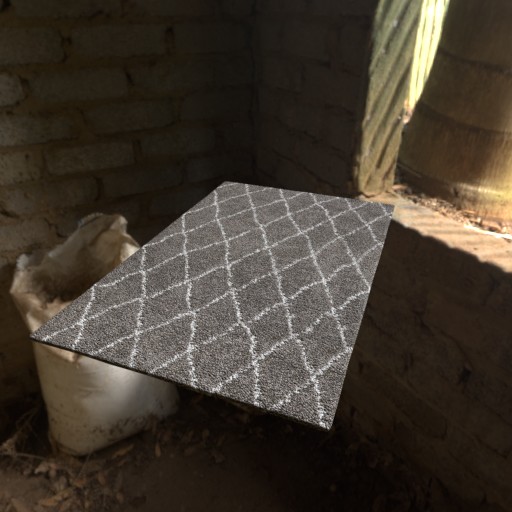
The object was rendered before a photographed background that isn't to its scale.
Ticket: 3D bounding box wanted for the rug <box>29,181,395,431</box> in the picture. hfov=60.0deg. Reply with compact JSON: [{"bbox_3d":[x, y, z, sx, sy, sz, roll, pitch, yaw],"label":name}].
[{"bbox_3d":[0.000,0.000,3.396,1.778,0.030,2.743,11,32,18],"label":"rug"}]
